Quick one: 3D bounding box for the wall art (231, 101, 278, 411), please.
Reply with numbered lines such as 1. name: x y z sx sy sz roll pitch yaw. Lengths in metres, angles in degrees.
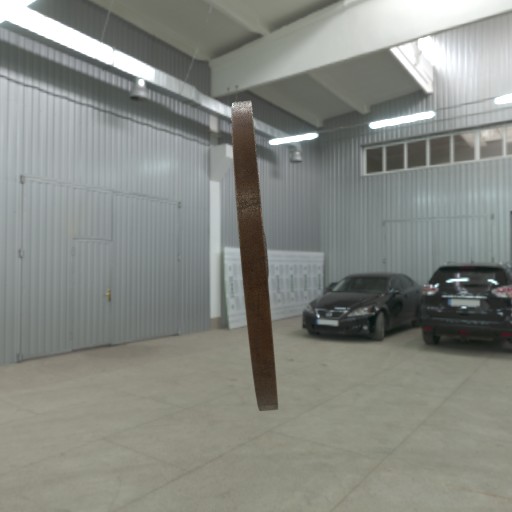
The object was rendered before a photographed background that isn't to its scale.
1. wall art: 0.000 0.000 0.882 0.084 0.583 0.582 0 -1 1
